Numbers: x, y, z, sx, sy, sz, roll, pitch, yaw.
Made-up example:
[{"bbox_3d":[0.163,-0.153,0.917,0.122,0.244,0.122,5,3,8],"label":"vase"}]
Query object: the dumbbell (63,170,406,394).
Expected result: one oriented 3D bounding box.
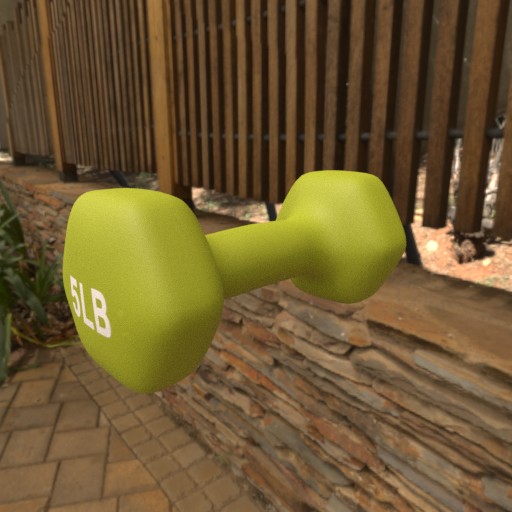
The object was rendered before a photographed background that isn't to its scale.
[{"bbox_3d":[0.000,0.000,0.209,0.164,0.072,0.080,-14,20,-41],"label":"dumbbell"}]
